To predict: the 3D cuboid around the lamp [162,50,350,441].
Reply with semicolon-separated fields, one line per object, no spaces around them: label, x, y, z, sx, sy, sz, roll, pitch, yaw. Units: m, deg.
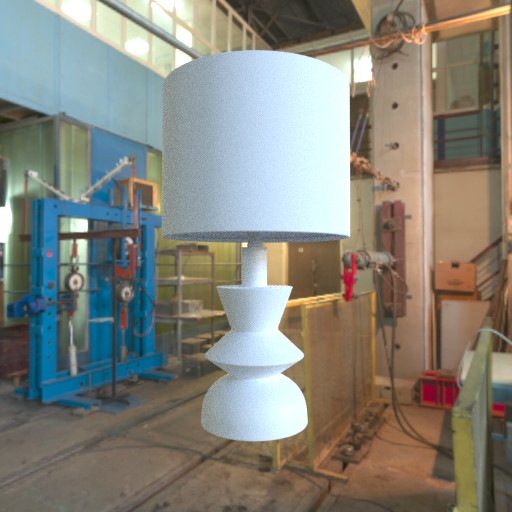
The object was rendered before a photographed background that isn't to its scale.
lamp;0.000;0.000;0.724;0.301;0.533;0.301;0;-1;-18
